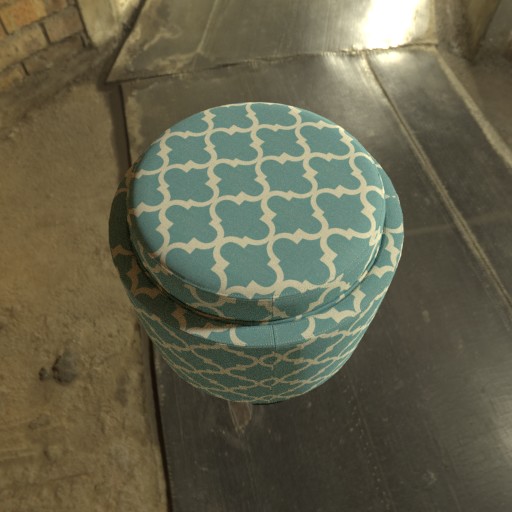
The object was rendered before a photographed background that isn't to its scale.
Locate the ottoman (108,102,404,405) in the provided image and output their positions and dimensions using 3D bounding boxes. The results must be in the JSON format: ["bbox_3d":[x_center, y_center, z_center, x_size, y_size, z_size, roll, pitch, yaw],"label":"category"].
[{"bbox_3d":[0.000,0.000,0.836,0.480,0.429,0.480,0,58,0],"label":"ottoman"}]
